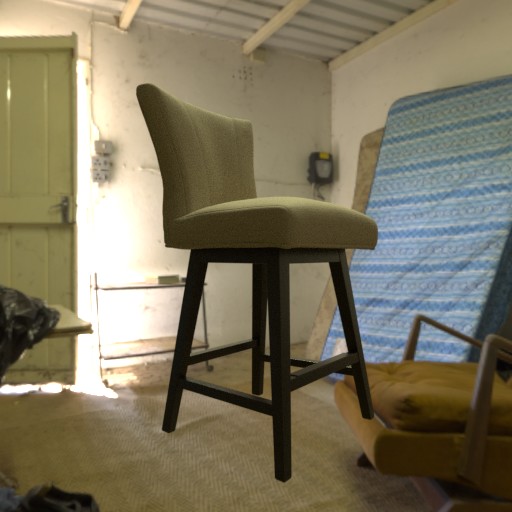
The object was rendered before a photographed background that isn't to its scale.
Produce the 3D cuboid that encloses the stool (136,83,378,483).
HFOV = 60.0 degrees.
[{"bbox_3d":[0.000,0.000,1.333,0.574,1.000,0.514,0,0,38],"label":"stool"}]
